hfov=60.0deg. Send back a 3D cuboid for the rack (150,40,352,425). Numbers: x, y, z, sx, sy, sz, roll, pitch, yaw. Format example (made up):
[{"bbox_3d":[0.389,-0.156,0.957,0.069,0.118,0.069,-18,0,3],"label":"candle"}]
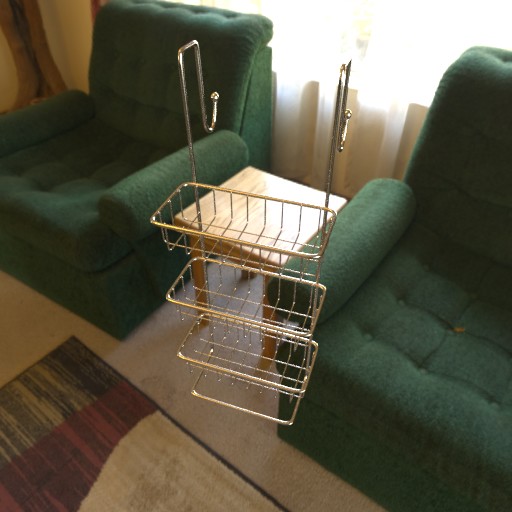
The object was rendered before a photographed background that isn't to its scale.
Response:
[{"bbox_3d":[0.000,0.000,0.676,0.228,0.574,0.202,13,42,15],"label":"rack"}]
